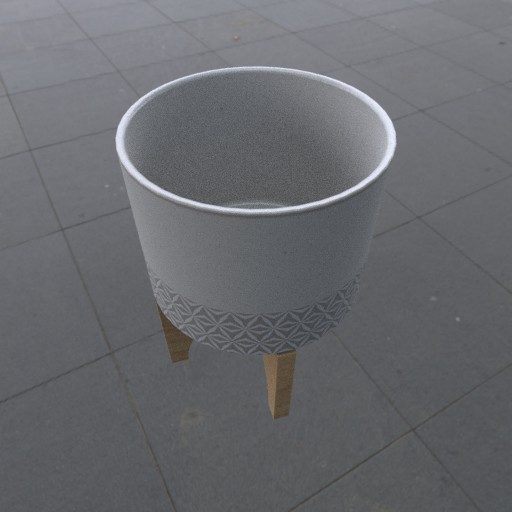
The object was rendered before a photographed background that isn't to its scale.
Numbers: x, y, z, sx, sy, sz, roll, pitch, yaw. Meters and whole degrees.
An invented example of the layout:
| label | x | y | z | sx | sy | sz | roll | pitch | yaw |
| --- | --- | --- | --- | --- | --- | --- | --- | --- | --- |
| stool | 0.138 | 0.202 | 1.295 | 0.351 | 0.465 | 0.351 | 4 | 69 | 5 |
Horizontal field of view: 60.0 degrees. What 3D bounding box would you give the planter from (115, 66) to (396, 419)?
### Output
| label | x | y | z | sx | sy | sz | roll | pitch | yaw |
| --- | --- | --- | --- | --- | --- | --- | --- | --- | --- |
| planter | 0.000 | 0.000 | 0.396 | 0.188 | 0.260 | 0.188 | 0 | 46 | 0 |
